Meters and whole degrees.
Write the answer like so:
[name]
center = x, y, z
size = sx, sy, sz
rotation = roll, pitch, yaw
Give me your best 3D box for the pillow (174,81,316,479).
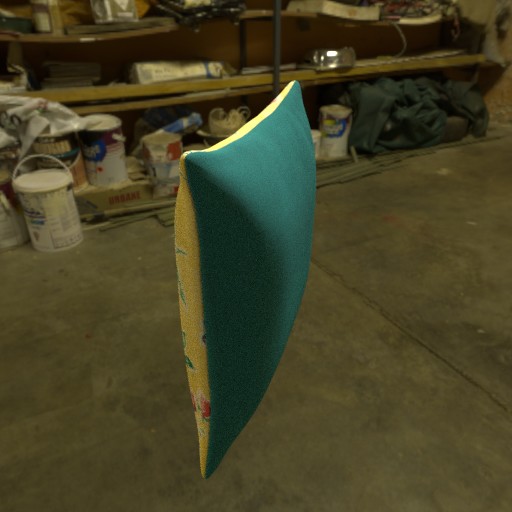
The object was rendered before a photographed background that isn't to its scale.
[pillow]
center = 0.000, 0.000, 0.771
size = 0.166, 0.508, 0.525
rotation = 8, 31, 14
